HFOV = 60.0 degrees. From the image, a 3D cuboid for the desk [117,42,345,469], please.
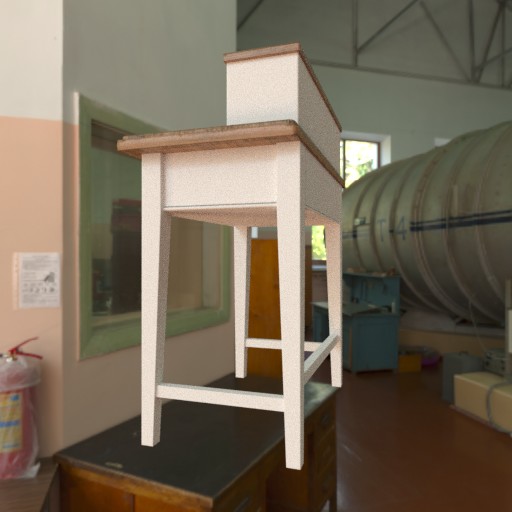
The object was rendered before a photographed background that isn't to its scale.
[{"bbox_3d":[0.000,0.000,1.426,0.462,0.981,0.814,0,0,19],"label":"desk"}]
